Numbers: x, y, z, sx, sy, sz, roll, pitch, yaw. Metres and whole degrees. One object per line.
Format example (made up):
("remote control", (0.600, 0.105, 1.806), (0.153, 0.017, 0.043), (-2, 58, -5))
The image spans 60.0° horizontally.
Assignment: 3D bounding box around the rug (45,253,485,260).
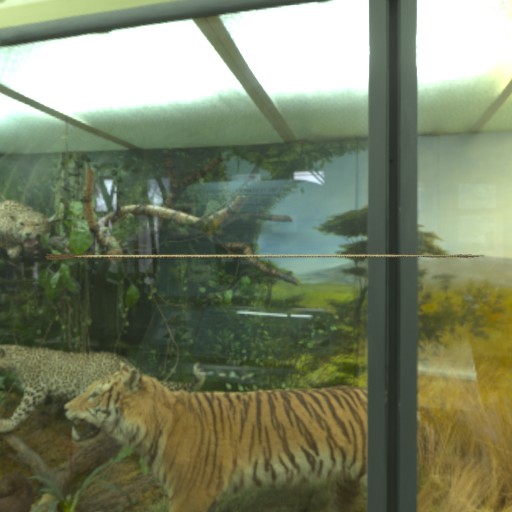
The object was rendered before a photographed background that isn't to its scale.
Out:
("rug", (0.000, 0.000, 2.529), (2.085, 0.027, 1.224), (0, 0, -17))
